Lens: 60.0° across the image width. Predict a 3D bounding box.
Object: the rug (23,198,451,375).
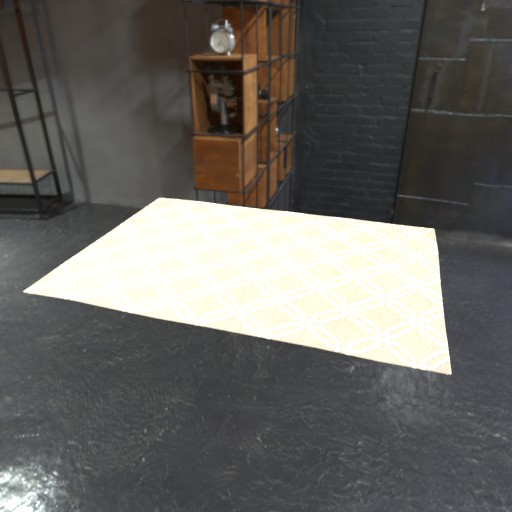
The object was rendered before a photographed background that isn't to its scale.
[{"bbox_3d":[0.000,0.000,2.711,2.135,0.013,1.524,8,29,15],"label":"rug"}]
